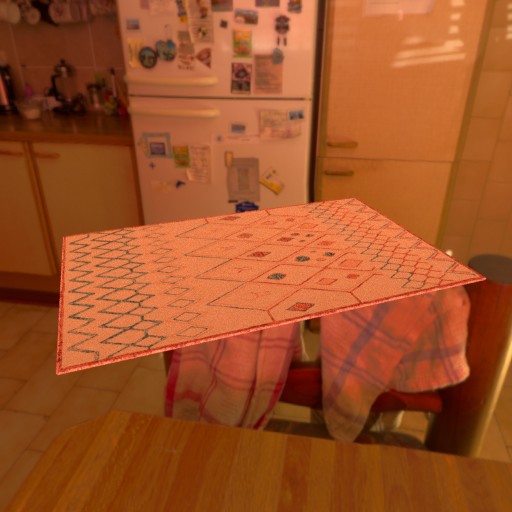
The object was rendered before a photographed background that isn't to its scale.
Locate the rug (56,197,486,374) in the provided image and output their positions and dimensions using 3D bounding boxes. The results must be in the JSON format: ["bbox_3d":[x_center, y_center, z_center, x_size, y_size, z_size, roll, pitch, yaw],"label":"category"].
[{"bbox_3d":[0.000,0.000,2.967,2.438,0.015,1.524,-10,29,-18],"label":"rug"}]
